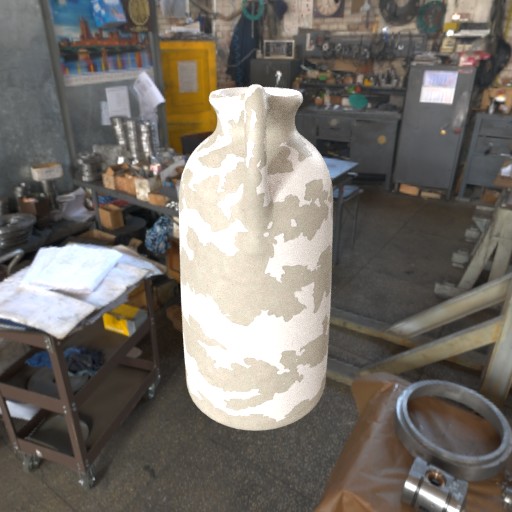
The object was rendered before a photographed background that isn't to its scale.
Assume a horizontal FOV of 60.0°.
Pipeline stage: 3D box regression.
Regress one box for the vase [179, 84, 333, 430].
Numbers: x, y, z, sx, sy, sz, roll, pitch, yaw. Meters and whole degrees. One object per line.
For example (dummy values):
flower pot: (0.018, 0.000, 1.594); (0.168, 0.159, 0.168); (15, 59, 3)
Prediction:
vase: (0.000, 0.000, 0.508); (0.186, 0.382, 0.203); (0, 27, 0)
